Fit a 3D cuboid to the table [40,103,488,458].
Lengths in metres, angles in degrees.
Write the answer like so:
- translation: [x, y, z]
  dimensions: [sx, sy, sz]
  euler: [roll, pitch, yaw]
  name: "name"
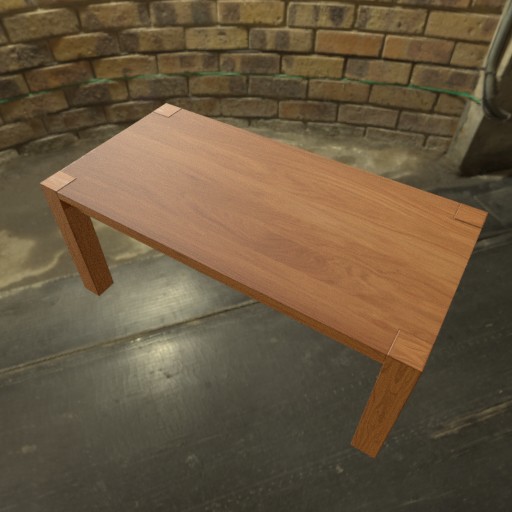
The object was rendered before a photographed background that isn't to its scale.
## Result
- translation: [0.000, 0.000, 2.252]
  dimensions: [1.800, 0.760, 0.900]
  euler: [25, 51, 22]
  name: "table"
